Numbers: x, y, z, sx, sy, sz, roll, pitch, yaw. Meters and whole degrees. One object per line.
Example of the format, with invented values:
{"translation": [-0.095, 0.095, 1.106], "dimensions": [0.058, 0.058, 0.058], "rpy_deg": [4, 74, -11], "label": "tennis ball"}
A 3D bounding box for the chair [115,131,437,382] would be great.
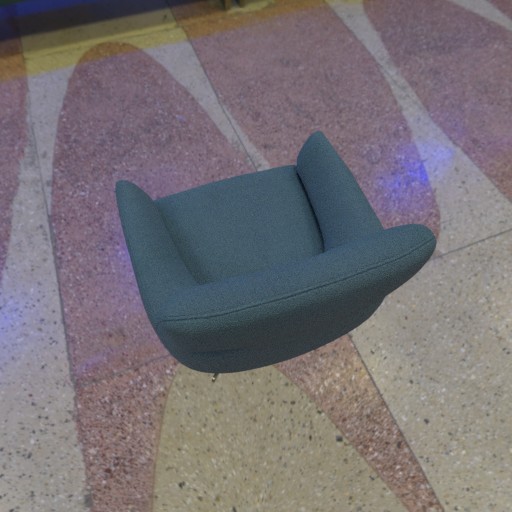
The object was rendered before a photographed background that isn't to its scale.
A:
{"translation": [0.000, 0.000, 1.395], "dimensions": [0.738, 0.813, 0.761], "rpy_deg": [-16, 59, -10], "label": "chair"}
